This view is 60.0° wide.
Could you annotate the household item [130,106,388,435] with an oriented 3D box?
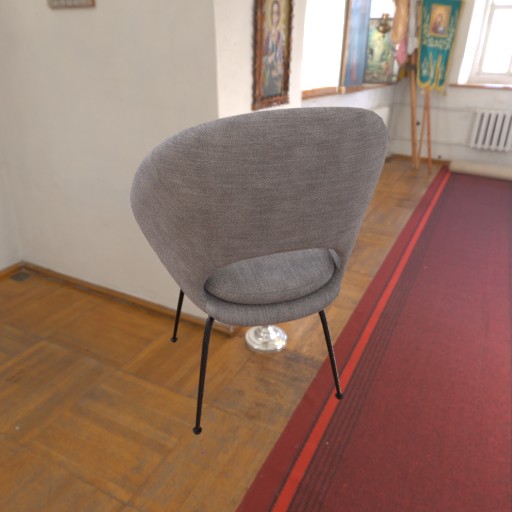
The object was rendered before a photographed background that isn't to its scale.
[{"bbox_3d":[0.000,0.000,1.257,0.643,0.869,0.587,-8,27,-16],"label":"household item"}]
